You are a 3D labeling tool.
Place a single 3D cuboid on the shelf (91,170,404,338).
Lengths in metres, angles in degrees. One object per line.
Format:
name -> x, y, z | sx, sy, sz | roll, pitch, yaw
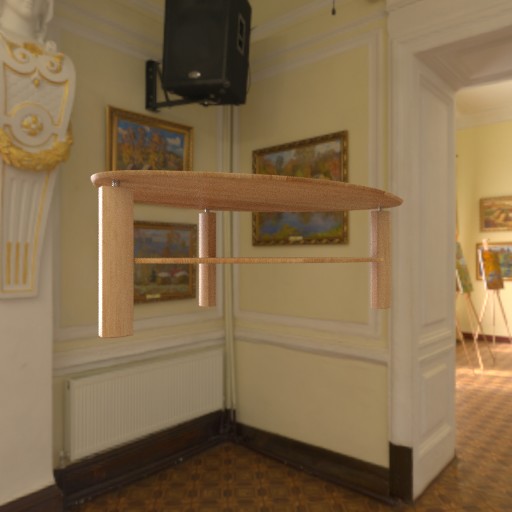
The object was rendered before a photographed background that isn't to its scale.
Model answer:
shelf -> 0.000, 0.000, 1.650 | 1.246, 0.440, 0.845 | 0, 0, -36
